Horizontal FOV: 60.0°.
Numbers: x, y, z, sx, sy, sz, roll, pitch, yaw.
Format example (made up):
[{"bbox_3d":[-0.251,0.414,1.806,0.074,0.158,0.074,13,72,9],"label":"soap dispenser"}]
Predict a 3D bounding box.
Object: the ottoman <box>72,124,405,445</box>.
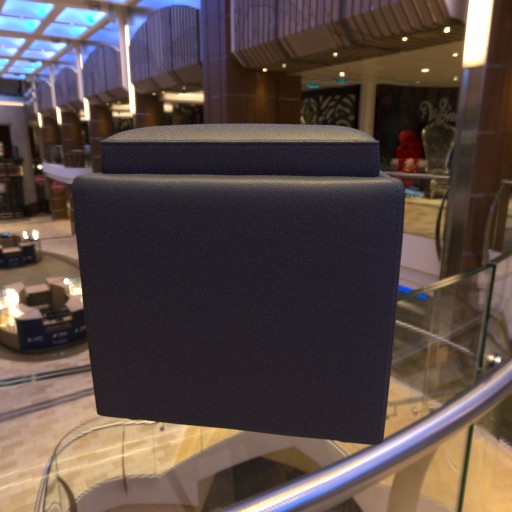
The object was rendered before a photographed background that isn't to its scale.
[{"bbox_3d":[0.000,0.000,0.810,0.450,0.460,0.451,2,15,9],"label":"ottoman"}]
